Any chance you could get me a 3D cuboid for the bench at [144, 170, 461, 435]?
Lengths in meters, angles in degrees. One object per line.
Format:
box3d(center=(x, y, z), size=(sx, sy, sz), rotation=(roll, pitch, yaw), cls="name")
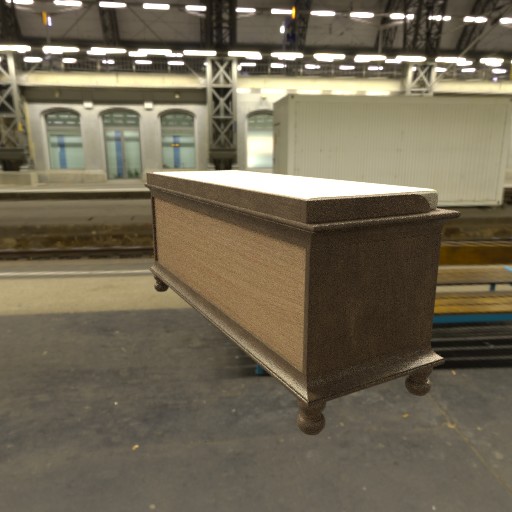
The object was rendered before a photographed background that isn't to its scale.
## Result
box3d(center=(0.000, 0.000, 1.450), size=(0.402, 0.501, 1.185), rotation=(-7, 15, -28), cls="bench")
